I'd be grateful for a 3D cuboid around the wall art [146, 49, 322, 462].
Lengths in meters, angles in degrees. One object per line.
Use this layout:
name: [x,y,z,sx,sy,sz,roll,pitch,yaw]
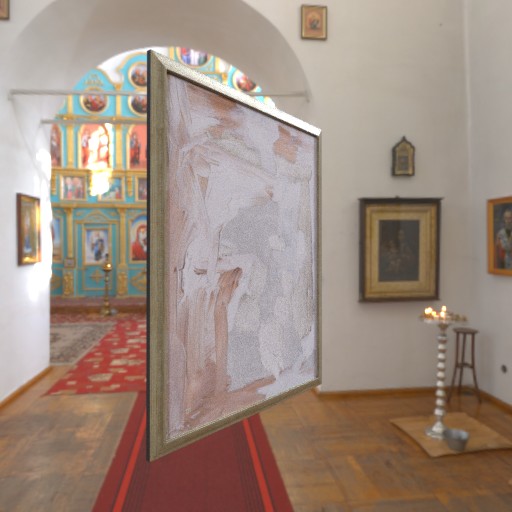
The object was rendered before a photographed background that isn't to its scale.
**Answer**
wall art: [0.000,0.000,0.930,0.018,0.660,0.559,0,-1,37]
